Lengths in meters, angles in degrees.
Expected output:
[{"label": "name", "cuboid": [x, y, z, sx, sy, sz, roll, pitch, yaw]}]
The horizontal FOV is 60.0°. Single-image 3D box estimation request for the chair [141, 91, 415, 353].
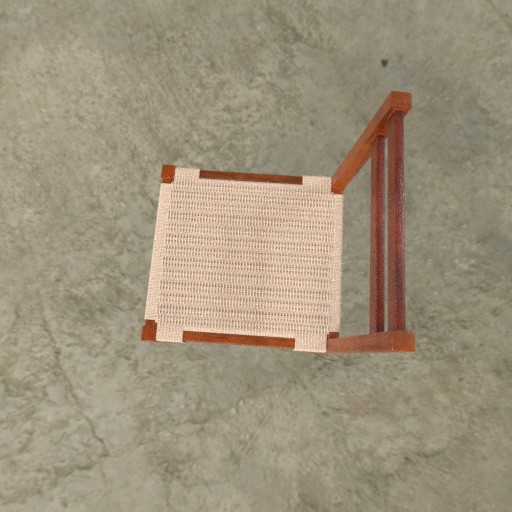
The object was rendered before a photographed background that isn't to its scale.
[{"label": "chair", "cuboid": [0.000, 0.000, 1.214, 0.569, 0.851, 0.495, 4, 77, 1]}]
